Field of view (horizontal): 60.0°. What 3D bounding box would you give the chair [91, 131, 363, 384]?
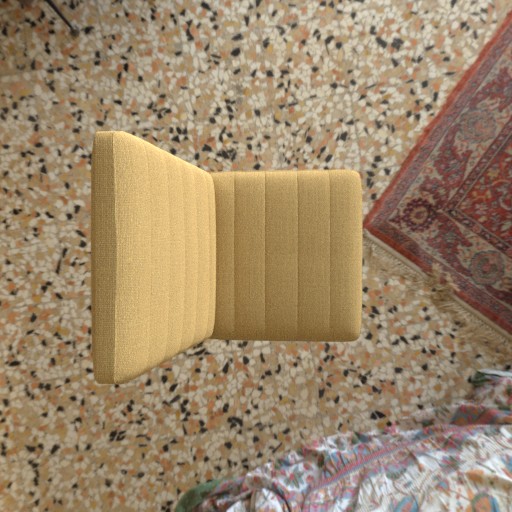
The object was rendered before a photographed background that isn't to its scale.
[{"bbox_3d":[0.000,0.000,1.315,0.634,0.930,0.520,0,91,2],"label":"chair"}]
